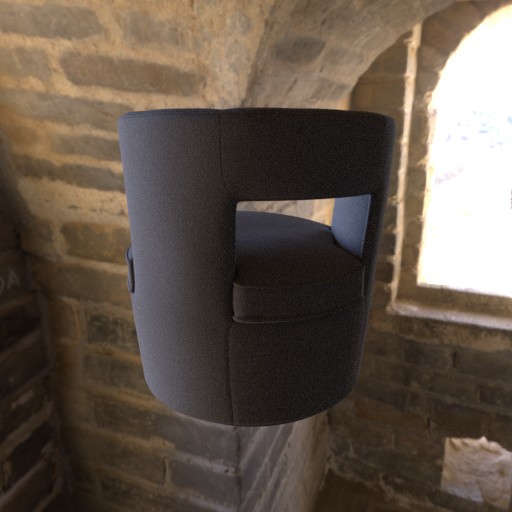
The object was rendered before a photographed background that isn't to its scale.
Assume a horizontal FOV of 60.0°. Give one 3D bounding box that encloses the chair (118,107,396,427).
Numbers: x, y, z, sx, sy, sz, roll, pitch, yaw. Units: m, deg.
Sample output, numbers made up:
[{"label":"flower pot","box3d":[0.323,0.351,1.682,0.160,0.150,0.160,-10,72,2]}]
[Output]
[{"label":"chair","box3d":[0.000,0.000,1.204,0.689,0.719,0.660,-7,15,-25]}]
